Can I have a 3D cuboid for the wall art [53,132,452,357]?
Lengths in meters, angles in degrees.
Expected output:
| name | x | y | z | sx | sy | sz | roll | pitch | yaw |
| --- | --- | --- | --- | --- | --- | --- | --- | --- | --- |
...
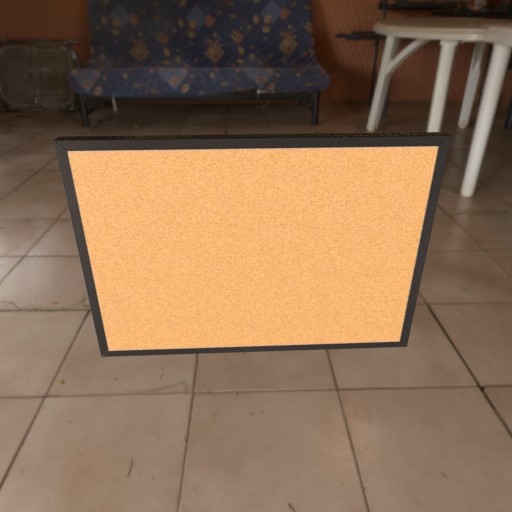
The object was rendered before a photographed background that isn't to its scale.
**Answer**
| name | x | y | z | sx | sy | sz | roll | pitch | yaw |
| --- | --- | --- | --- | --- | --- | --- | --- | --- | --- |
| wall art | 0.000 | 0.000 | 0.851 | 0.657 | 0.458 | 0.027 | -1 | 29 | -2 |
